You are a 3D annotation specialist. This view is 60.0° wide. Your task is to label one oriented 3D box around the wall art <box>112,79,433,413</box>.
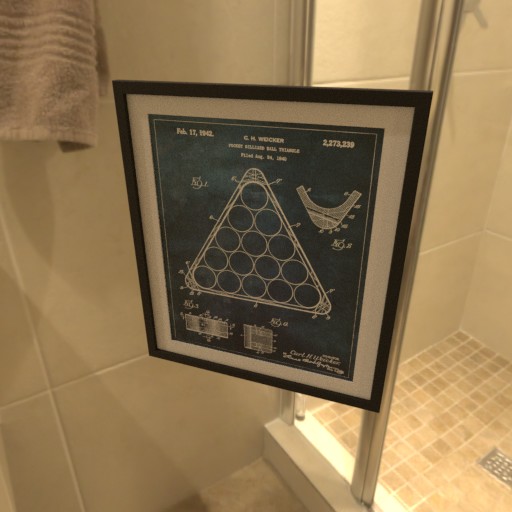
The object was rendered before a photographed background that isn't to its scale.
[{"bbox_3d":[0.000,0.000,1.195,0.755,0.863,0.028,9,28,18],"label":"wall art"}]
